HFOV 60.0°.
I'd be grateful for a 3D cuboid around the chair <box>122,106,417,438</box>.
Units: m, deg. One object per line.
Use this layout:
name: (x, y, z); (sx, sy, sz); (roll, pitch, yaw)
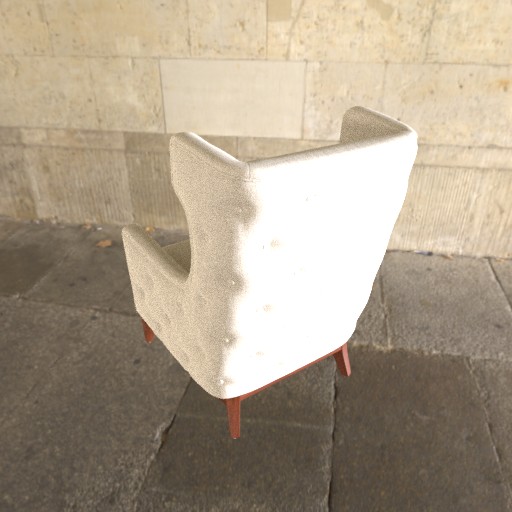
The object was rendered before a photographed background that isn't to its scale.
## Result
chair: (0.000, 0.000, 1.692); (0.778, 1.079, 0.899); (-18, 34, -29)
